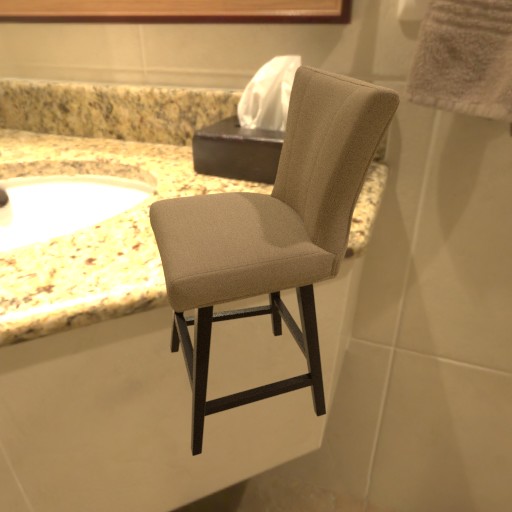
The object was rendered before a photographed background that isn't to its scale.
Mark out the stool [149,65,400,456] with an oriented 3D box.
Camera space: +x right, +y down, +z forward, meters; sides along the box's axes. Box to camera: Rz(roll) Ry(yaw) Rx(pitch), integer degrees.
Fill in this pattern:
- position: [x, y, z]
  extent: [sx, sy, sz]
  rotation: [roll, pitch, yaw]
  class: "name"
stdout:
- position: [0.000, 0.000, 1.333]
  extent: [0.574, 1.000, 0.514]
  rotation: [-9, 30, -15]
  class: "stool"
